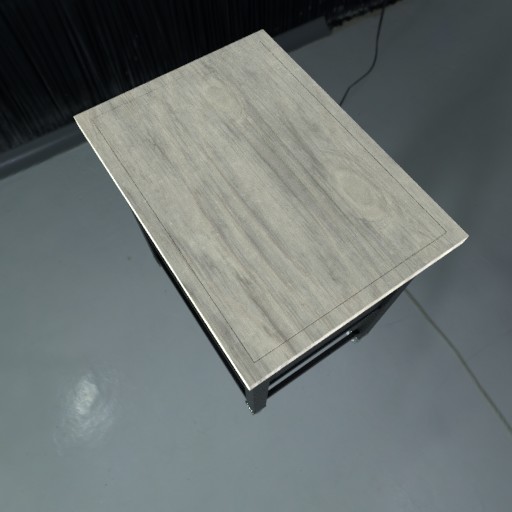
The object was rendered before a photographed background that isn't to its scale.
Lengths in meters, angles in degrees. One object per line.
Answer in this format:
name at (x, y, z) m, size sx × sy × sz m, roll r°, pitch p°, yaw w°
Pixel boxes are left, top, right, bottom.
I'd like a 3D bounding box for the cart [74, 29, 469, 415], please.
cart at (0.000, 0.000, 1.441) m, size 0.567 × 0.920 × 0.797 m, roll -31°, pitch 68°, yaw -14°
